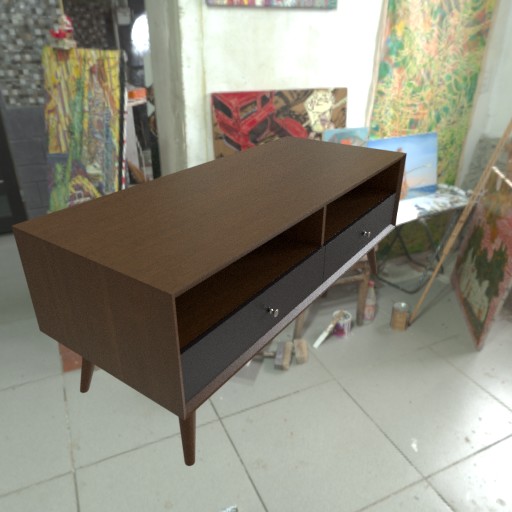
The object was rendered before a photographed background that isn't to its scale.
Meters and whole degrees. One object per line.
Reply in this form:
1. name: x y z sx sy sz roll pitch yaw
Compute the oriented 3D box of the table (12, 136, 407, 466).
1. table: 0.000 0.000 1.335 0.490 0.464 1.119 18 32 31
